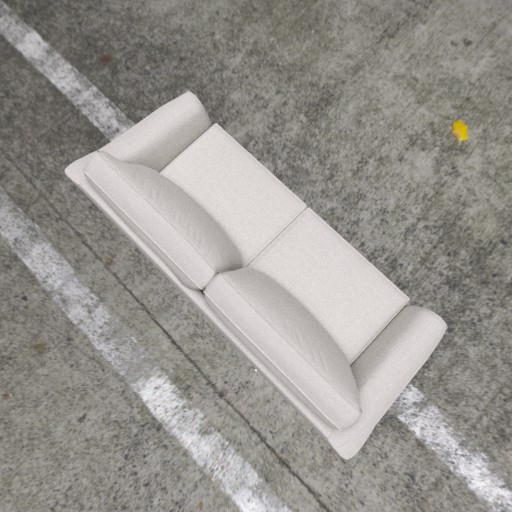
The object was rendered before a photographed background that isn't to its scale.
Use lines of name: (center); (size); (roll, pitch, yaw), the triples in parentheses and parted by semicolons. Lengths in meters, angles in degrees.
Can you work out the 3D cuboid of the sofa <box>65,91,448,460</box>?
sofa: (0.000, 0.000, 2.757); (2.270, 0.965, 0.980); (44, 80, 10)
